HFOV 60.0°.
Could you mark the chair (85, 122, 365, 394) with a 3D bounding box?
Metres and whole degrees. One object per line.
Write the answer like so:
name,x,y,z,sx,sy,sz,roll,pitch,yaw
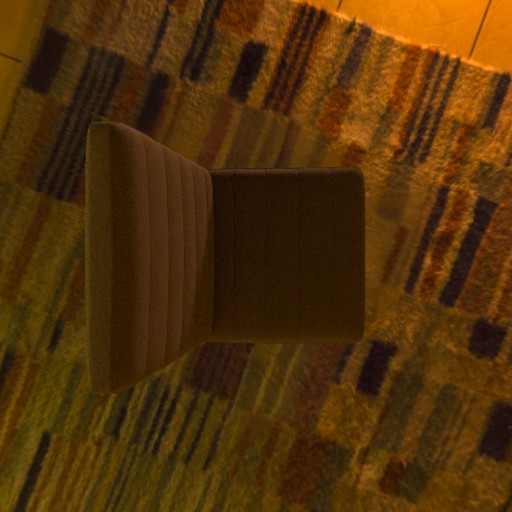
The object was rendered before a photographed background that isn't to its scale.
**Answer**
chair,0.000,0.000,1.263,0.634,0.930,0.520,0,91,0
